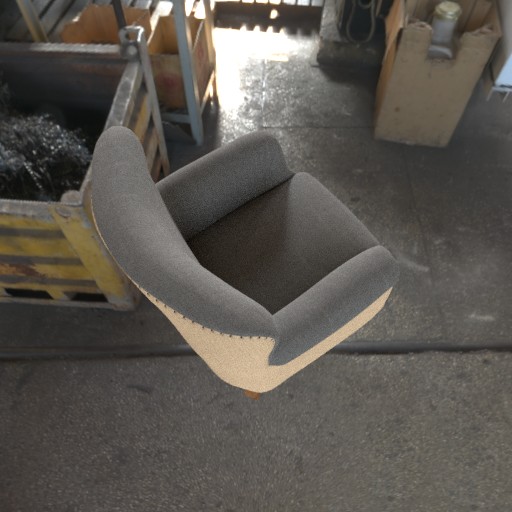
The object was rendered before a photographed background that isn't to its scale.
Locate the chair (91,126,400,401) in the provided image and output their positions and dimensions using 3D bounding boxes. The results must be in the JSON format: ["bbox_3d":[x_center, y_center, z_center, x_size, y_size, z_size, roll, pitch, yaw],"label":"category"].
[{"bbox_3d":[0.000,0.000,1.650,0.921,0.936,0.861,-30,62,-17],"label":"chair"}]
